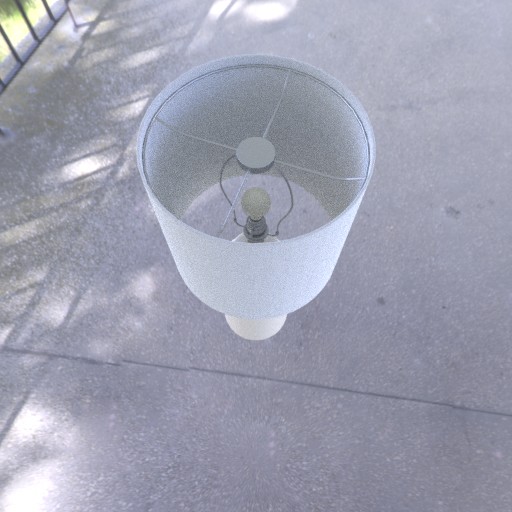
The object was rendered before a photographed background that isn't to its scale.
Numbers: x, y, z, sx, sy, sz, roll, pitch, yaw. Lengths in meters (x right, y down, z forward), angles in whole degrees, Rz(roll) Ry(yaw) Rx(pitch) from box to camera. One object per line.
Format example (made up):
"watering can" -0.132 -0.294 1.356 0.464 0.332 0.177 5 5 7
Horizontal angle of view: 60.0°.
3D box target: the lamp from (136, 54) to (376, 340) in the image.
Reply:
"lamp" 0.000 0.000 0.617 0.212 0.493 0.212 18 66 8
